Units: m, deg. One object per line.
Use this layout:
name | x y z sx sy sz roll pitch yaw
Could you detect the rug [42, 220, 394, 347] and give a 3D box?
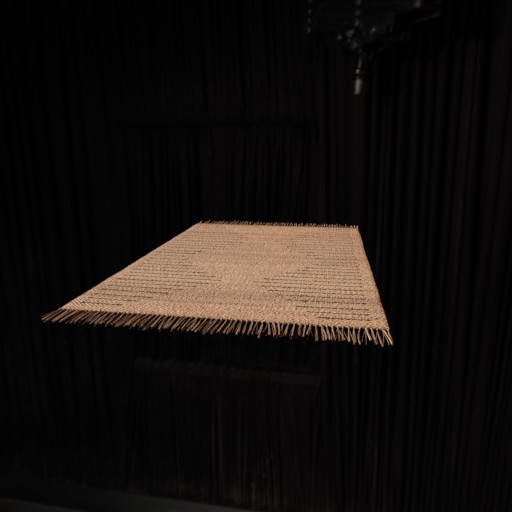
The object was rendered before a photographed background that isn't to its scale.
rug | 0.000 0.000 2.476 1.224 0.027 2.085 2 15 9
